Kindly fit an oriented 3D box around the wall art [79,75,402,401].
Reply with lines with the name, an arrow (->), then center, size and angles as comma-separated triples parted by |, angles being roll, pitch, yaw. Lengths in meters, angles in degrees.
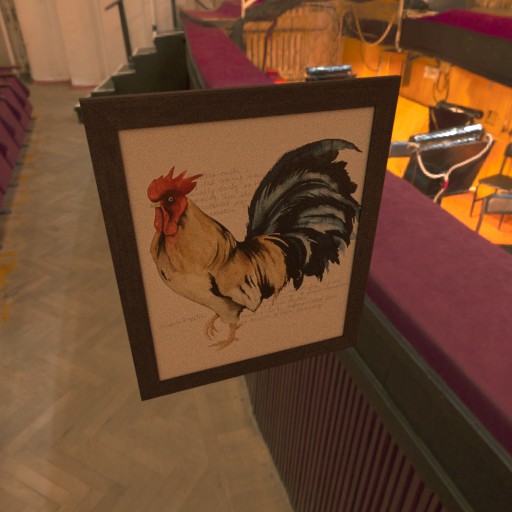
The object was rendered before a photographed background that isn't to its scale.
wall art -> 0.000, 0.000, 0.781 | 0.476, 0.570, 0.013 | -10, 34, -16
